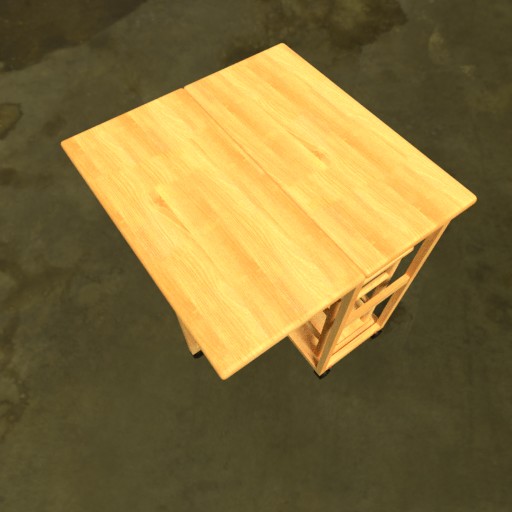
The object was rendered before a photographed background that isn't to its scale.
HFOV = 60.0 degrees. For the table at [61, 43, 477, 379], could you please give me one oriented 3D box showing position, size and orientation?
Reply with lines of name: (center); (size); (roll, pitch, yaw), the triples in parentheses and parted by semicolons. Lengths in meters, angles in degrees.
table: (0.000, 0.000, 1.401); (0.693, 0.832, 0.752); (-32, 64, -18)
